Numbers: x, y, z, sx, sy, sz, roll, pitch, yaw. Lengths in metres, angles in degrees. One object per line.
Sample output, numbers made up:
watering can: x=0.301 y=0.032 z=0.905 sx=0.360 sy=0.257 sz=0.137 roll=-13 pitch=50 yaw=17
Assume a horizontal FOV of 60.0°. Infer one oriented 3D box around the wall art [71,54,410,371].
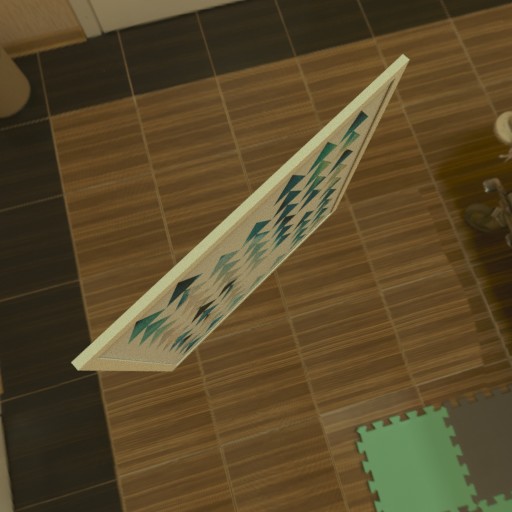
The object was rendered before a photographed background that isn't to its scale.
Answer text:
wall art: x=0.000 y=0.000 z=0.801 sx=0.557 sy=0.557 sz=0.012 roll=-44 pitch=80 yaw=-10
